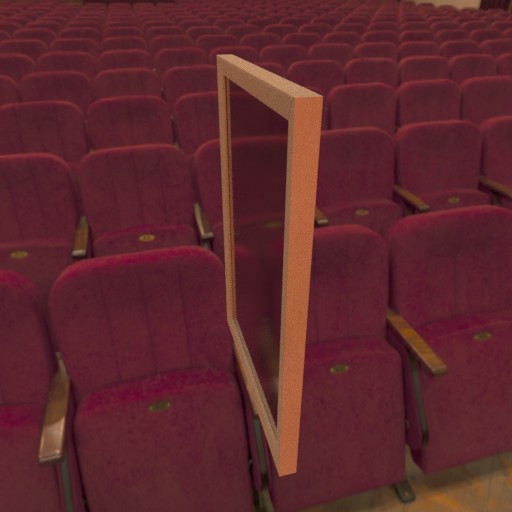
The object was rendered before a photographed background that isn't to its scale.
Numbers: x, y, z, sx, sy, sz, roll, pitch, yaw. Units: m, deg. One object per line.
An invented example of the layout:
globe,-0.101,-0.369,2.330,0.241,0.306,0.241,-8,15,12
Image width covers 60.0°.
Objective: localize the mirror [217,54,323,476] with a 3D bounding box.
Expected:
mirror,0.000,0.000,0.909,0.040,0.710,0.507,-7,31,-13
